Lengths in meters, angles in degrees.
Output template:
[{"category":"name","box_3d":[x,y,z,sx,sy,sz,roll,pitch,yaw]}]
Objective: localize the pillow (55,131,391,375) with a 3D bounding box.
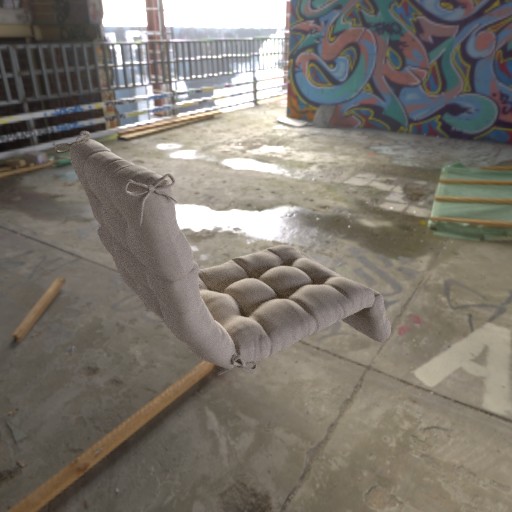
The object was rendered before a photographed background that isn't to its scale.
[{"category":"pillow","box_3d":[0.000,0.000,1.492,1.016,0.863,0.526,-19,33,-32]}]
